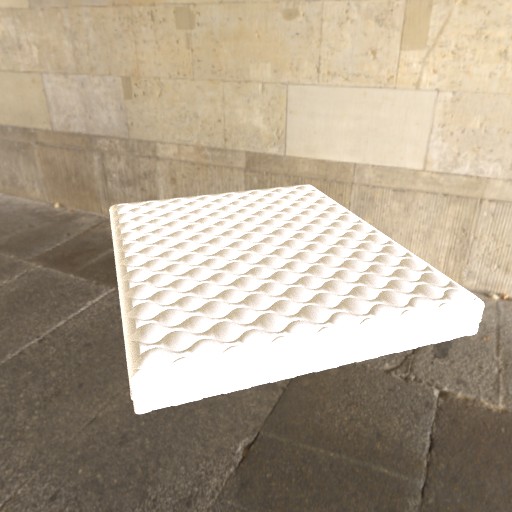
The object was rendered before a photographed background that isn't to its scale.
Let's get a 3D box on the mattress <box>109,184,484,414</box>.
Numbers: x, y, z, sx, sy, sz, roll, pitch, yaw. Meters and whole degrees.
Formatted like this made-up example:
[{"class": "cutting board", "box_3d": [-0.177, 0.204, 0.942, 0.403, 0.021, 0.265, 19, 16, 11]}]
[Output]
[{"class": "mattress", "box_3d": [0.000, 0.000, 2.646, 1.600, 0.200, 1.900, -9, 28, -17]}]
